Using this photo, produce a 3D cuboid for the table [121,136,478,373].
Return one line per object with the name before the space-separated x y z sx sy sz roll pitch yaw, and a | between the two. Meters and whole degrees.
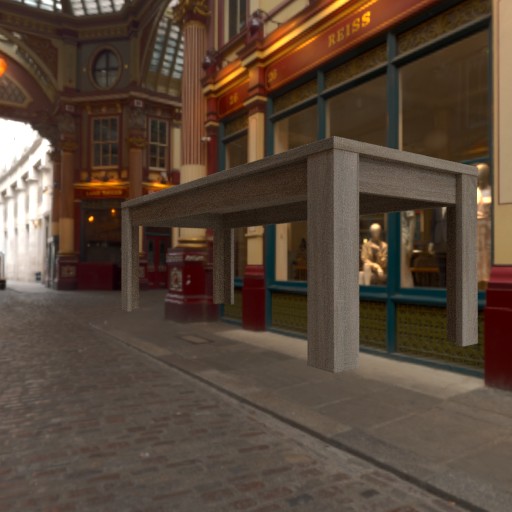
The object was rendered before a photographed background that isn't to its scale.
table | 0.000 0.000 2.633 0.900 0.790 2.200 0 0 -35
